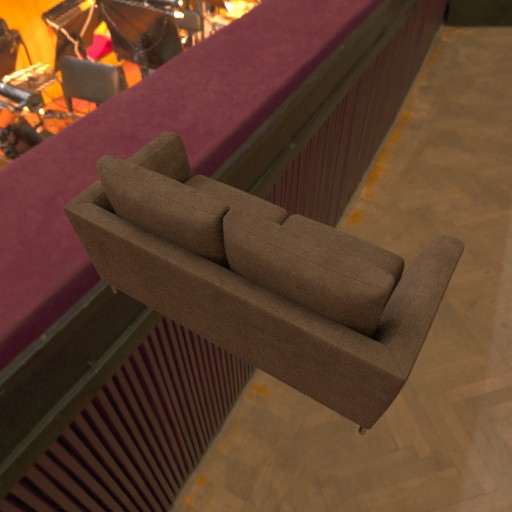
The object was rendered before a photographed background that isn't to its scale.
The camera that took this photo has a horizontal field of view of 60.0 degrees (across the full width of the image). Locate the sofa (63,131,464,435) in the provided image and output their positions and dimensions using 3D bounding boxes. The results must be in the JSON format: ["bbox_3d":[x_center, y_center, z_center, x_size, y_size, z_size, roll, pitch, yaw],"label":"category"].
[{"bbox_3d":[0.000,0.000,2.357,1.832,1.013,0.855,25,52,21],"label":"sofa"}]
